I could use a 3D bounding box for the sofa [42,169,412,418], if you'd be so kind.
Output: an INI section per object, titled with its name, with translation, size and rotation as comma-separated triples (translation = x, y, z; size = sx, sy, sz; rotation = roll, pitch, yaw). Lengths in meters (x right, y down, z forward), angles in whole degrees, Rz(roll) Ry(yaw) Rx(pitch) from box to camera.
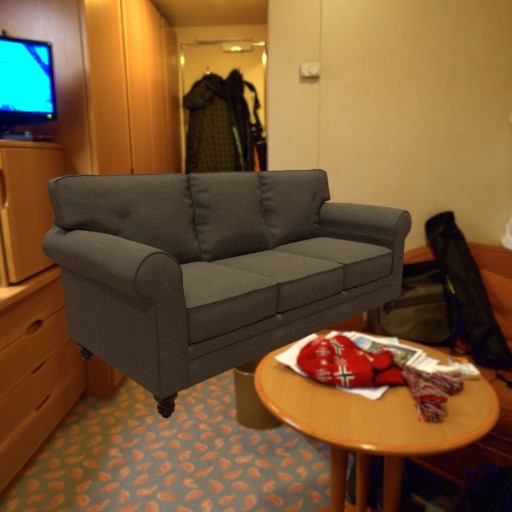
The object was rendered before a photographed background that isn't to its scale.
[sofa]
translation = 0.000, 0.000, 2.585
size = 2.084, 0.966, 0.909
rotation = -12, 17, -43
